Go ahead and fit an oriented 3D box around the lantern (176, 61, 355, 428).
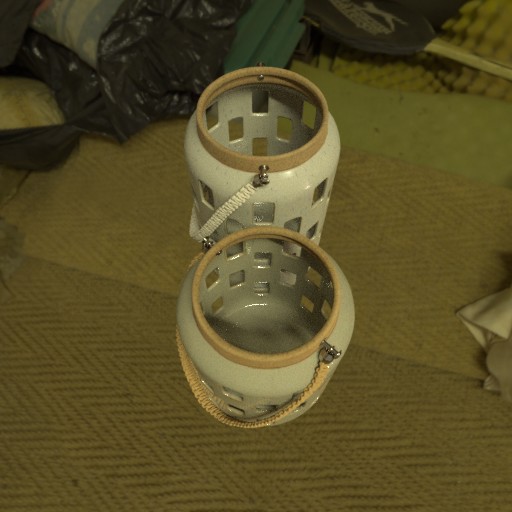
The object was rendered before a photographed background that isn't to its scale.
[{"bbox_3d":[0.000,0.000,0.493,0.184,0.255,0.347,-1,60,0],"label":"lantern"}]
